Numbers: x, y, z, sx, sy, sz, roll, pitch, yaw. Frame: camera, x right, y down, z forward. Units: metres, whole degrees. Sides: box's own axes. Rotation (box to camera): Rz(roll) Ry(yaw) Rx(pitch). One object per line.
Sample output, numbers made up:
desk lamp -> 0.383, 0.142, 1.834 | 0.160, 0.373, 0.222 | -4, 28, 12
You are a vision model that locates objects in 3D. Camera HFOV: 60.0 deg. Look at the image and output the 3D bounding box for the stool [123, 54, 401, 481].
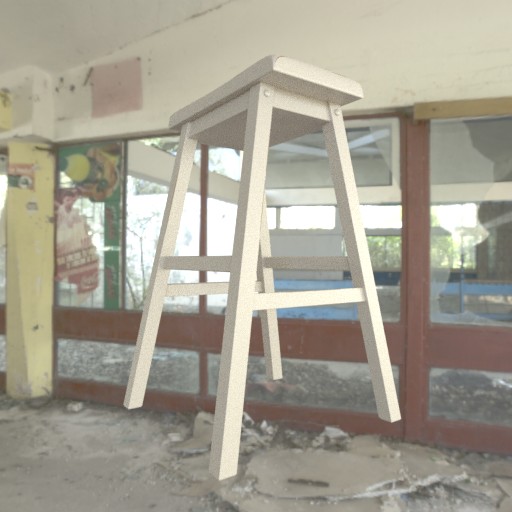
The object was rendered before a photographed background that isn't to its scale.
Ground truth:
stool -> 0.000, 0.000, 1.046 | 0.476, 0.737, 0.457 | 0, 0, -36
